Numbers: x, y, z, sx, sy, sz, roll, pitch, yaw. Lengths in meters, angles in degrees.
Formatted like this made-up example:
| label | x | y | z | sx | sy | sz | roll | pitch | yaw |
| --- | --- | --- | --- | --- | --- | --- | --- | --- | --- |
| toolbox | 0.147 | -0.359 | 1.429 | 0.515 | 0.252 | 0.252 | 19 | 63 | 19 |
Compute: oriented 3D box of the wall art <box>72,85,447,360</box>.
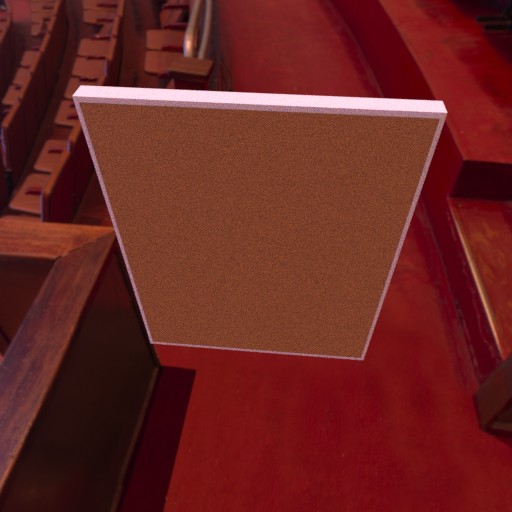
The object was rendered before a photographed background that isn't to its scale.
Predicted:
| label | x | y | z | sx | sy | sz | roll | pitch | yaw |
| --- | --- | --- | --- | --- | --- | --- | --- | --- | --- |
| wall art | 0.000 | 0.000 | 0.730 | 0.443 | 0.549 | 0.030 | 4 | 47 | 4 |
